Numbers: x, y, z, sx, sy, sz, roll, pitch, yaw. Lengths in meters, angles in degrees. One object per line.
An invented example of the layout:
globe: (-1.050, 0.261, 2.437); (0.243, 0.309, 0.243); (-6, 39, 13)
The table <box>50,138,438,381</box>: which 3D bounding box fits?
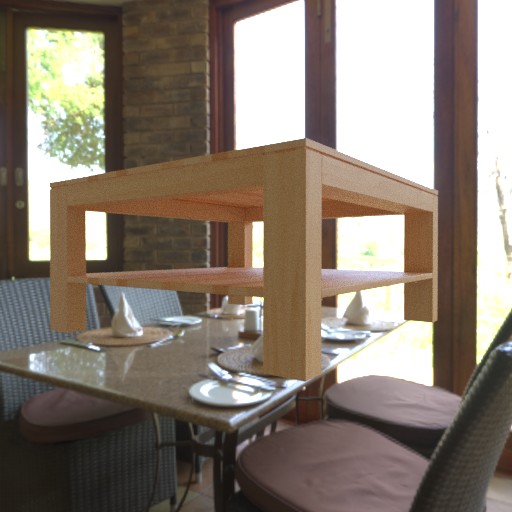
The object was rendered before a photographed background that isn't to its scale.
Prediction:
table: (0.000, 0.000, 1.445); (0.900, 0.450, 0.900); (1, 1, 37)
